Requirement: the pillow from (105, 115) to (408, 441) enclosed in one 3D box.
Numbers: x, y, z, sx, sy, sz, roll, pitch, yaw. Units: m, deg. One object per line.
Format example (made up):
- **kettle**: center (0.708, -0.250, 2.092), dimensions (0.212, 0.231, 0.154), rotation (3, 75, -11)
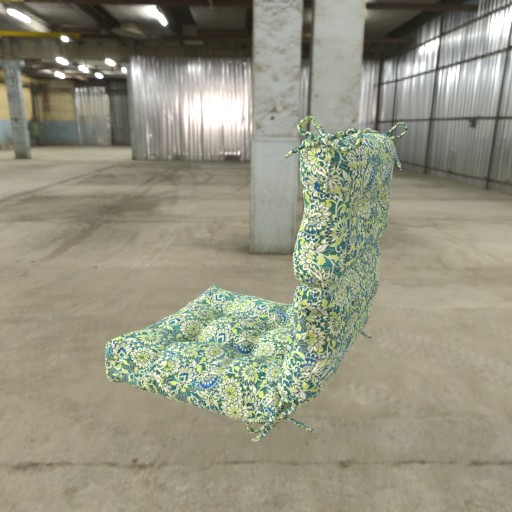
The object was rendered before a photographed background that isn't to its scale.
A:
- **pillow**: center (0.000, 0.000, 1.032), dimensions (0.571, 0.605, 0.519), rotation (8, 17, 26)
